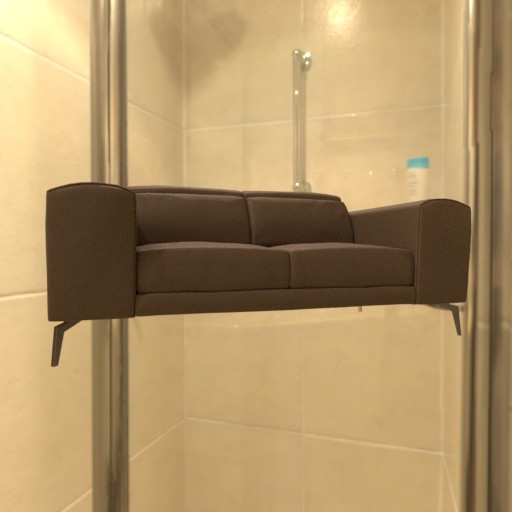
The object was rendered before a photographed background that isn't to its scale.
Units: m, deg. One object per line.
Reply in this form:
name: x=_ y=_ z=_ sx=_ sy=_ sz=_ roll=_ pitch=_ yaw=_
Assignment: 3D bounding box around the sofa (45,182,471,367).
sofa: x=0.000 y=0.000 z=2.293 sx=1.895 sy=0.779 sz=1.003 roll=0 pitch=1 yaw=-19
